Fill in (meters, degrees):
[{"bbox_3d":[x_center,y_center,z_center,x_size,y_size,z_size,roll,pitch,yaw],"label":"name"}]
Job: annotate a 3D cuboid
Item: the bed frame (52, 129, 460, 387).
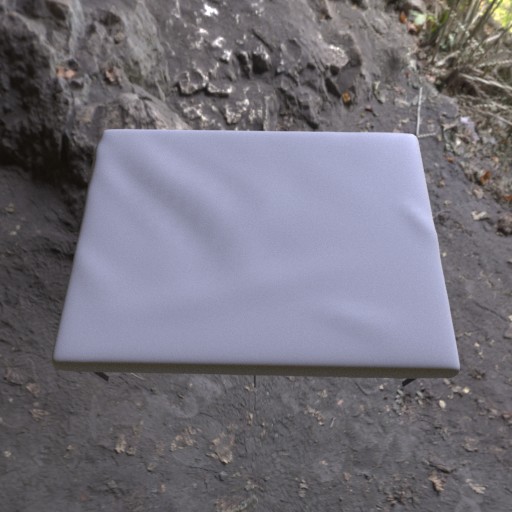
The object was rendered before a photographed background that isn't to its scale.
[{"bbox_3d":[0.000,0.000,2.828,2.151,0.667,1.584,1,63,0],"label":"bed frame"}]
